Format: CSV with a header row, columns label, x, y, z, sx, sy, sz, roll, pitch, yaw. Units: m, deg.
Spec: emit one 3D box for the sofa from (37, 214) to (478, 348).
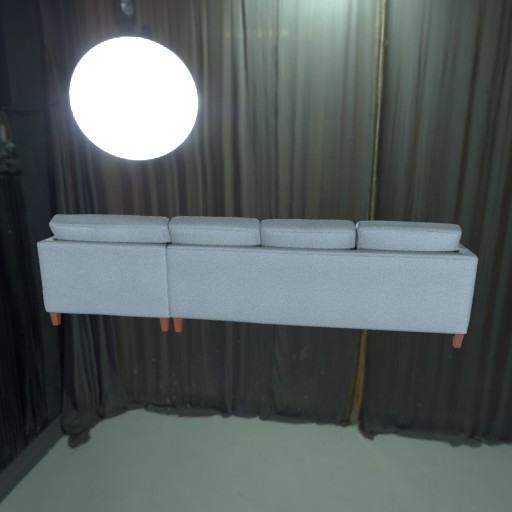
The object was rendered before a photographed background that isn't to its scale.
label,x,y,z,sx,sy,sz,roll,pitch,yaw
sofa,0.000,0.000,4.216,3.471,0.950,1.604,2,15,7
